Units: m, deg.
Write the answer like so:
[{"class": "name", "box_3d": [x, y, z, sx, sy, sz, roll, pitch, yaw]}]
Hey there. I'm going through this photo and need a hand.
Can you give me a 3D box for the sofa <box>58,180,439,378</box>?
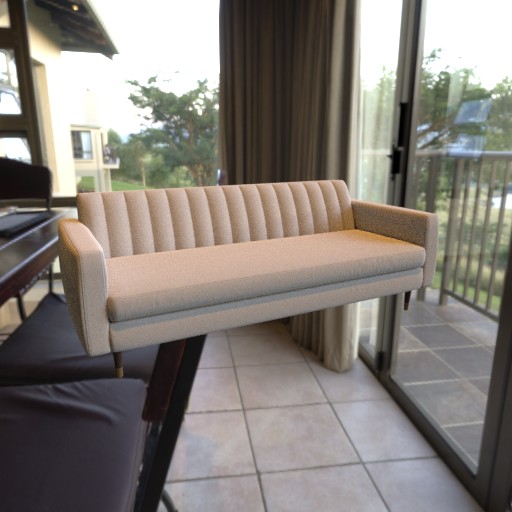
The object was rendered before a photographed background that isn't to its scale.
[{"class": "sofa", "box_3d": [0.000, 0.000, 2.844, 2.291, 0.821, 0.990, -8, 17, -26]}]
